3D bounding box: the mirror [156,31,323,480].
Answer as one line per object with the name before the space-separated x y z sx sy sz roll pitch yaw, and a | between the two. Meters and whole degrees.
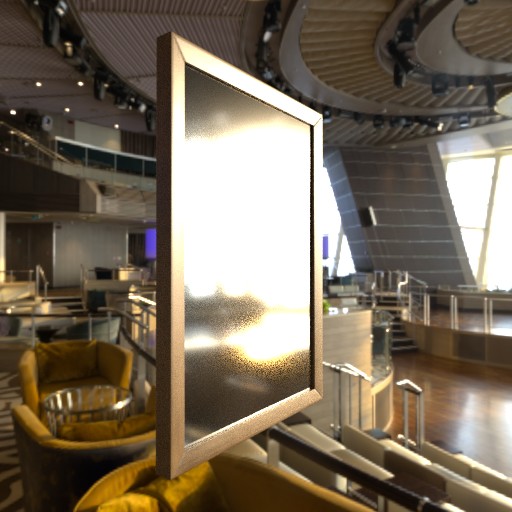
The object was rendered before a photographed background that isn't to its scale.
mirror | 0.000 0.000 0.915 0.040 0.710 0.507 0 -1 36
